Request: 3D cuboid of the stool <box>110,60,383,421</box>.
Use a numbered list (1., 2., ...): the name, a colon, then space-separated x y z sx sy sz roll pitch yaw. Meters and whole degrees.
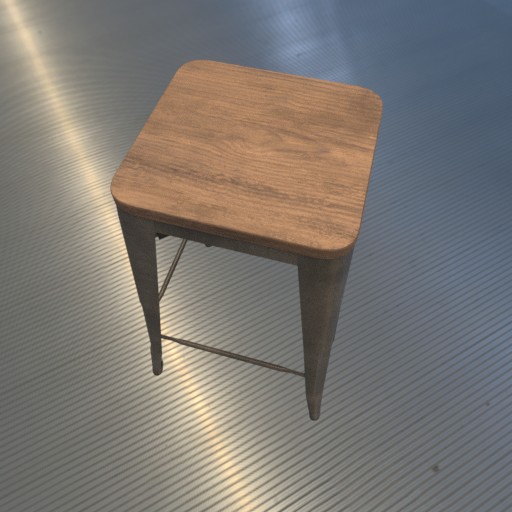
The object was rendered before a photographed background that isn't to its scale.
1. stool: 0.000 0.000 0.876 0.407 0.607 0.407 13 59 8
